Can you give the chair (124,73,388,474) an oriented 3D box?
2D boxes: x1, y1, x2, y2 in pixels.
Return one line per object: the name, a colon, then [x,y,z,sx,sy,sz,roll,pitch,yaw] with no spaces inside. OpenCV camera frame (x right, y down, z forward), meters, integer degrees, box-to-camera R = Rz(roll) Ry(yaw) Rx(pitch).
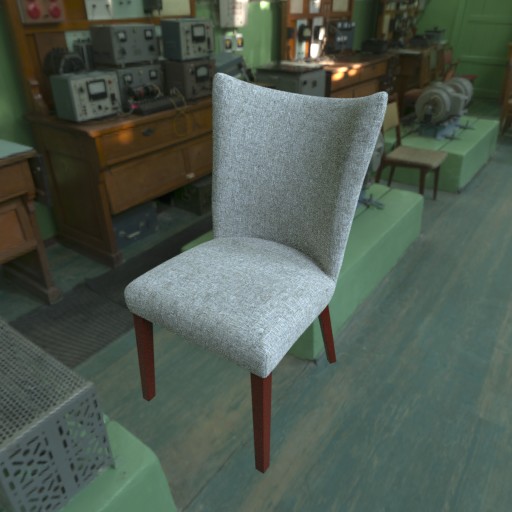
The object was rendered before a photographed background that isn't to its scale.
chair: [0.000,0.000,1.304,0.535,0.924,0.623,19,36,29]
